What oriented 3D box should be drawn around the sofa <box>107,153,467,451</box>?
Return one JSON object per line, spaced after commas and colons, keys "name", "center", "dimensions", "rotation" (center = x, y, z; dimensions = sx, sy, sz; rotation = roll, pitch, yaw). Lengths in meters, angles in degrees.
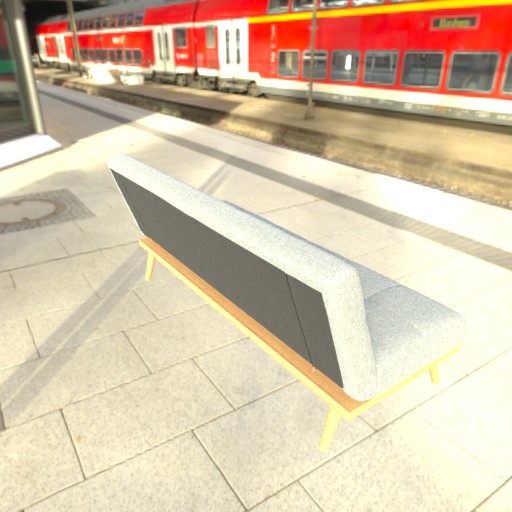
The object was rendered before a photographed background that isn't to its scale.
{"name": "sofa", "center": [0.000, 0.000, 2.195], "dimensions": [0.800, 0.800, 1.820], "rotation": [-17, 30, -32]}
